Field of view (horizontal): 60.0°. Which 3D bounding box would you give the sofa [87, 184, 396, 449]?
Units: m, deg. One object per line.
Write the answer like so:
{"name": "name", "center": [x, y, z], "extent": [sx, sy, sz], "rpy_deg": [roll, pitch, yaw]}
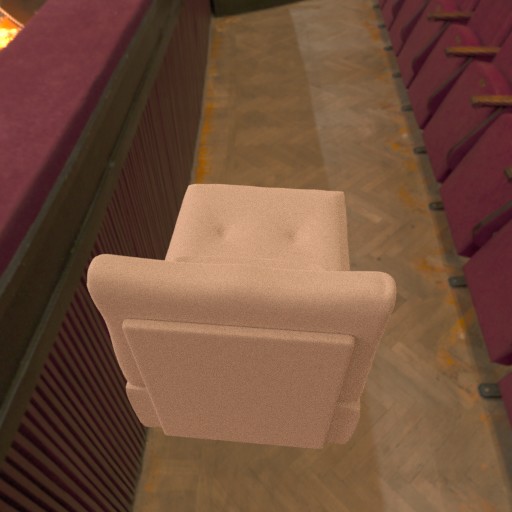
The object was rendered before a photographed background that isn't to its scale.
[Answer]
{"name": "sofa", "center": [0.000, 0.000, 1.532], "extent": [0.700, 0.820, 1.000], "rpy_deg": [4, 47, 3]}
